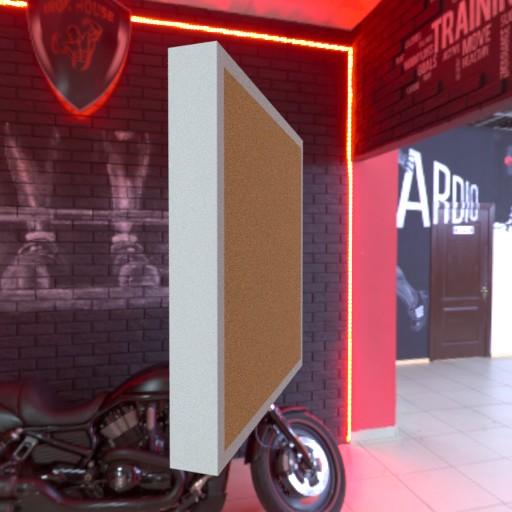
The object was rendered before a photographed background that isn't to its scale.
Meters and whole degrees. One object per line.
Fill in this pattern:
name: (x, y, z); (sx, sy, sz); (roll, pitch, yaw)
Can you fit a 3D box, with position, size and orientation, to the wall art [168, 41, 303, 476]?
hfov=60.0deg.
wall art: (0.000, 0.000, 0.461); (0.038, 0.305, 0.305); (0, 1, 17)
